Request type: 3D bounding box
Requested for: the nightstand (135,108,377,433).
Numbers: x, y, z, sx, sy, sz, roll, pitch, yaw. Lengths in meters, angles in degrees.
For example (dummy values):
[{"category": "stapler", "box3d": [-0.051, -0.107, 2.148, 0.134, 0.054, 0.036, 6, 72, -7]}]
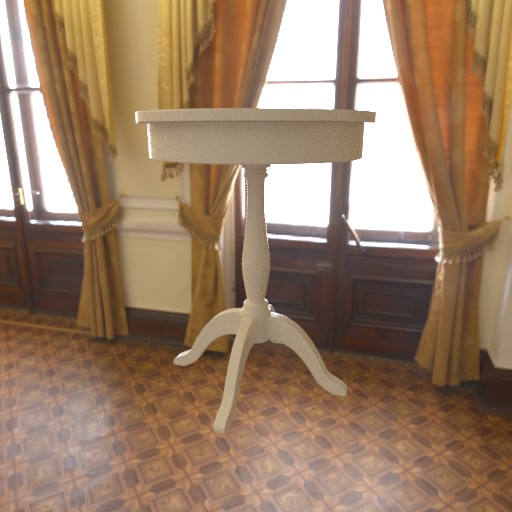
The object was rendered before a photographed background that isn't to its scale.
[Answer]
[{"category": "nightstand", "box3d": [0.000, 0.000, 1.062, 0.513, 0.653, 0.513, 8, 18, 27]}]
